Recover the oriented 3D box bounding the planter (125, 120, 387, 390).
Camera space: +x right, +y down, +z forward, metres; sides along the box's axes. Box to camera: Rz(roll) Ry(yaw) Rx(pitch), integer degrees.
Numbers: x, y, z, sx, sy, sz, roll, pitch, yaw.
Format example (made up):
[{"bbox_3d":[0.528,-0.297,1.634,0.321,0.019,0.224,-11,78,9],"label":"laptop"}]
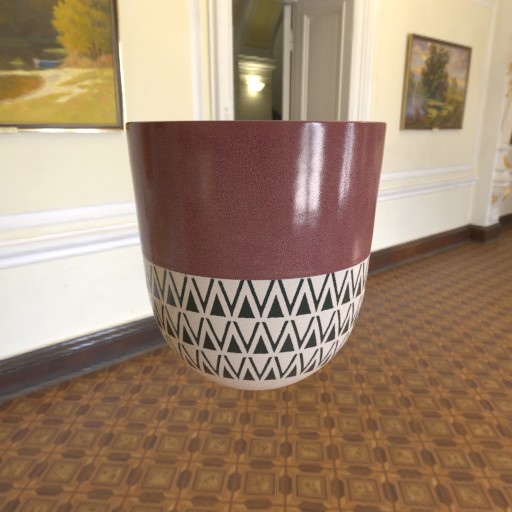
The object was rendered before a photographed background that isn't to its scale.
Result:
[{"bbox_3d":[0.000,0.000,0.372,0.195,0.214,0.195,0,16,0],"label":"planter"}]
